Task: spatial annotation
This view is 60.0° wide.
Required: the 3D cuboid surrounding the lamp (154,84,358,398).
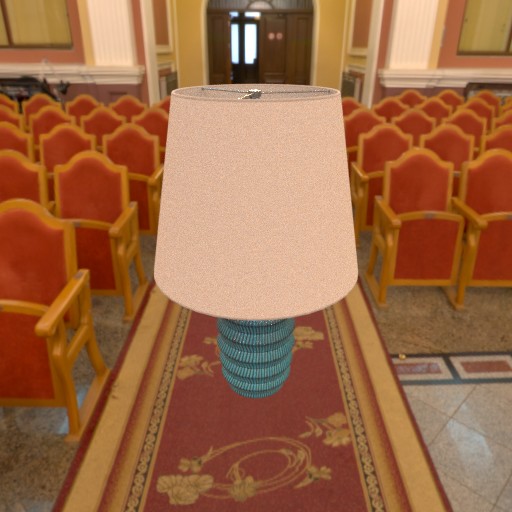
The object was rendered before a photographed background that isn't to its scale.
[{"bbox_3d":[0.000,0.000,0.558,0.254,0.392,0.254,0,25,0],"label":"lamp"}]
